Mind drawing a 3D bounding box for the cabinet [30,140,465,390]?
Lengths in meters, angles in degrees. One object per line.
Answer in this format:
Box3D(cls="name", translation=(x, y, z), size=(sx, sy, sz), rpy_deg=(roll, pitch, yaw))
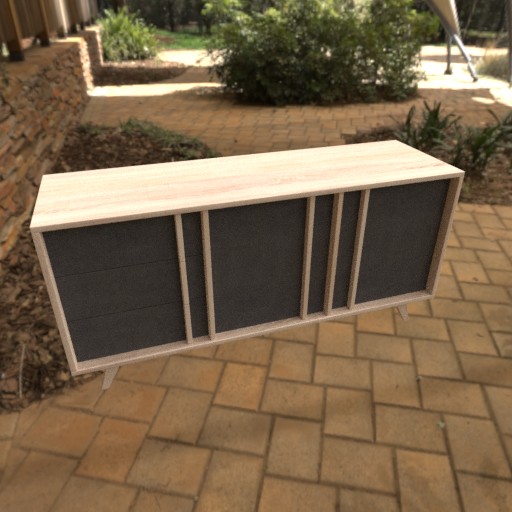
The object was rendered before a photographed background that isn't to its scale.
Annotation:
Box3D(cls="cabinet", translation=(0.000, 0.000, 2.004), size=(1.650, 0.780, 0.500), rpy_deg=(-9, 31, -16))
